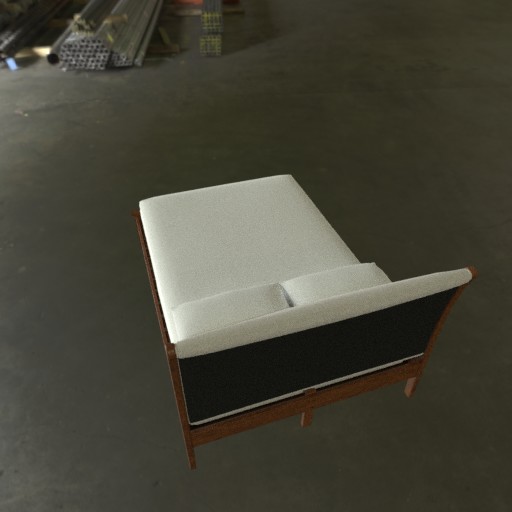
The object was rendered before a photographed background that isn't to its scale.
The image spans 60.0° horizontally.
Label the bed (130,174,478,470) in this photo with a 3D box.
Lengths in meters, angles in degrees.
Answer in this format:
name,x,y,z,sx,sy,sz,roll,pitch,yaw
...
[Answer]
name,x,y,z,sx,sy,sz,roll,pitch,yaw
bed,0.000,0.000,3.245,1.612,1.250,2.380,-12,42,-14
